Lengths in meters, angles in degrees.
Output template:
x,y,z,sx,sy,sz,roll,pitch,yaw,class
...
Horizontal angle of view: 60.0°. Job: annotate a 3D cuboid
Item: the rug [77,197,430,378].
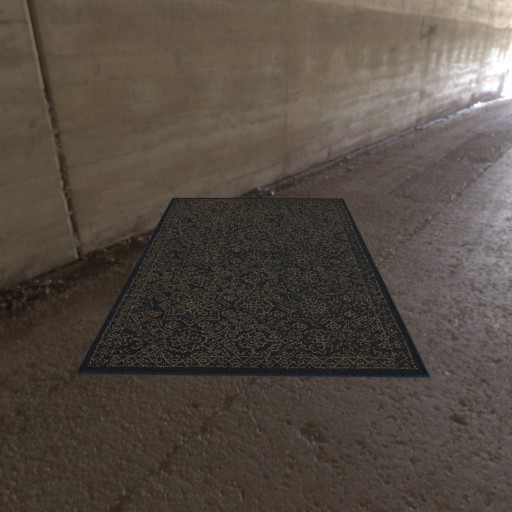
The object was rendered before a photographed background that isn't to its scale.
x,y,z,sx,sy,sz,roll,pitch,yaw,class
0.000,0.000,2.338,1.219,0.010,1.829,0,27,1,rug
